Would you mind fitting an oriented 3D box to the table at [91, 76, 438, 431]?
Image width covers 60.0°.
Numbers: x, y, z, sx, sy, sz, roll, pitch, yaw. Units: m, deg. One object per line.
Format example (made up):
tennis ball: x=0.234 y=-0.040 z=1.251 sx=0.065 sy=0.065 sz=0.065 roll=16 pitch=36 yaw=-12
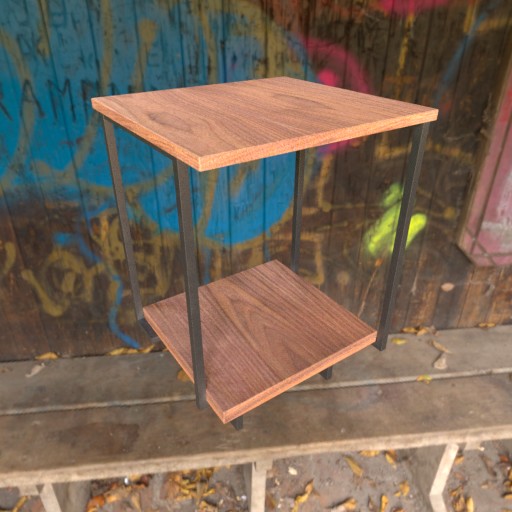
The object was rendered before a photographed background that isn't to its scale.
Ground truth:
table: x=0.000 y=0.000 z=0.853 sx=0.411 sy=0.567 sz=0.384 roll=-19 pitch=35 yaw=-29
